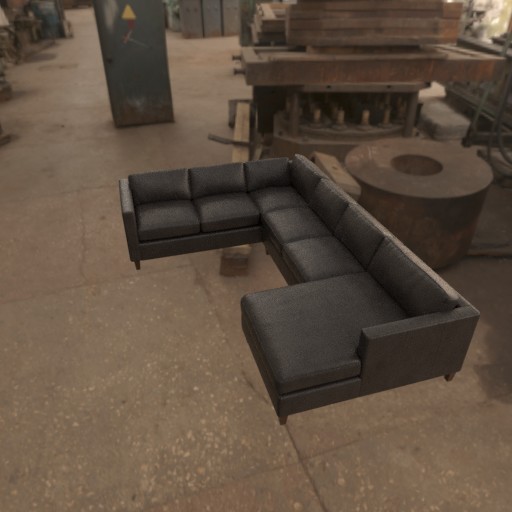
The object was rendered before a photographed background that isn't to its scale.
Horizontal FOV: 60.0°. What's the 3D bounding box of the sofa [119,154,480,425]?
[{"bbox_3d":[0.000,0.000,4.429,2.452,0.891,3.324,-9,34,-14],"label":"sofa"}]
